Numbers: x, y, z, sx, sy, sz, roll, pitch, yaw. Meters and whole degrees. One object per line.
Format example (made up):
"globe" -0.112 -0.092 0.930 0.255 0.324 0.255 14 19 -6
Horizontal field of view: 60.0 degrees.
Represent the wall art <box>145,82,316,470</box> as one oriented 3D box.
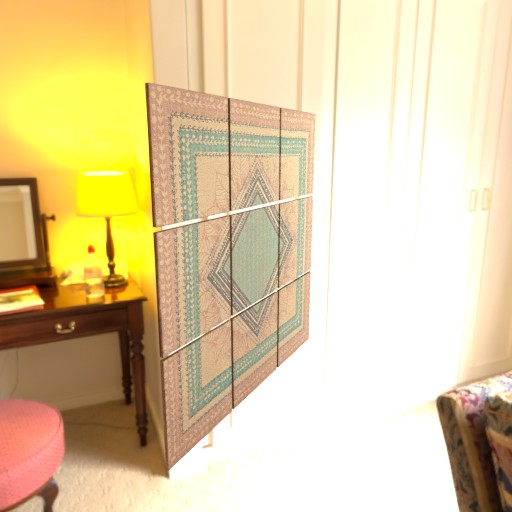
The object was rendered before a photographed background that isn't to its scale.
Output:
"wall art" 0.000 0.000 1.852 0.013 1.213 1.215 7 15 28
